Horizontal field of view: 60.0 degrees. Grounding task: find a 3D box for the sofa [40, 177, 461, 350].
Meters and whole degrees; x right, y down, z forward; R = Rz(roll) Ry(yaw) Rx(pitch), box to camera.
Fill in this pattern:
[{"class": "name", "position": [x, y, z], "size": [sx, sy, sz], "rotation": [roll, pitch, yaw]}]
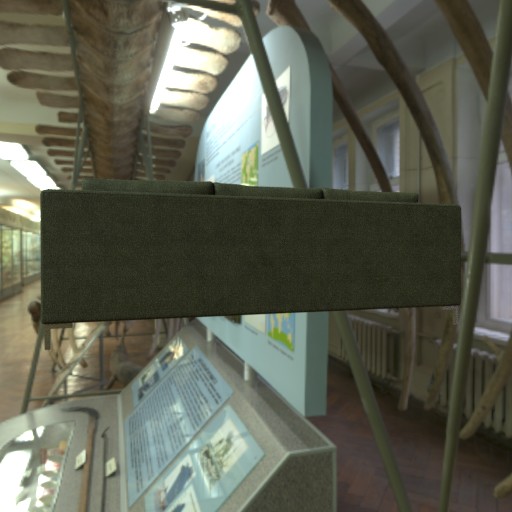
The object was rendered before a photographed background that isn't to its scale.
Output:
[{"class": "sofa", "position": [0.000, 0.000, 2.889], "size": [2.415, 0.867, 0.969], "rotation": [0, 1, -17]}]
